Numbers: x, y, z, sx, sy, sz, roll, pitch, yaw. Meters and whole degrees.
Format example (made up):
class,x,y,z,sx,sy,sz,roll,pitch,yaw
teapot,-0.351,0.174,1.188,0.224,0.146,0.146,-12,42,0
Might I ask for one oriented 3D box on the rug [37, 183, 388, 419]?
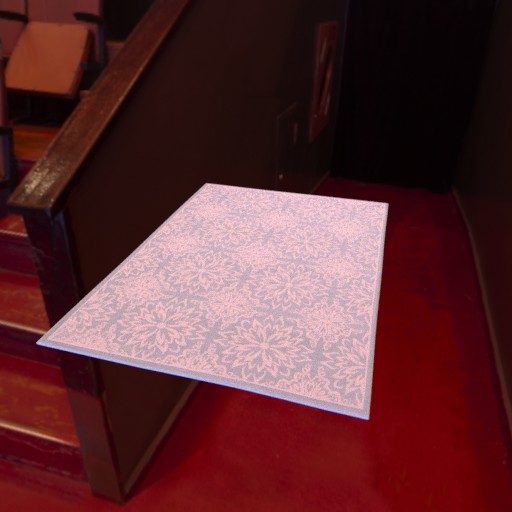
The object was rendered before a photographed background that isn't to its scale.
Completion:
class,x,y,z,sx,sy,sz,roll,pitch,yaw
rug,0.000,0.000,2.874,1.589,0.014,2.205,9,32,14
